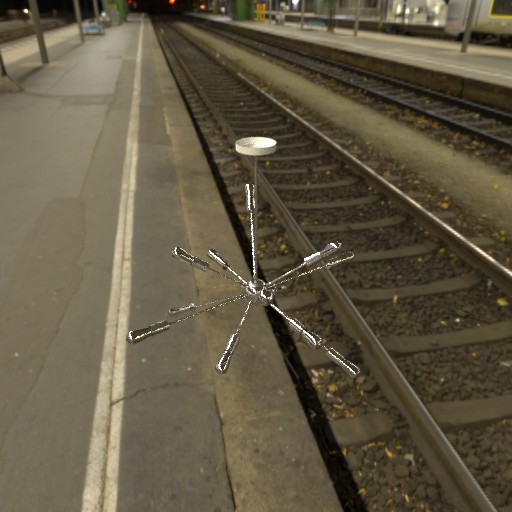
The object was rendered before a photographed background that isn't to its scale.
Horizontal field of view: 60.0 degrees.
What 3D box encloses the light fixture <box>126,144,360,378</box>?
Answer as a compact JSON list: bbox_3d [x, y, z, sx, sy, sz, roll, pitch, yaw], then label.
[{"bbox_3d":[0.000,0.000,1.085,0.684,0.558,0.509,-18,34,-29],"label":"light fixture"}]
